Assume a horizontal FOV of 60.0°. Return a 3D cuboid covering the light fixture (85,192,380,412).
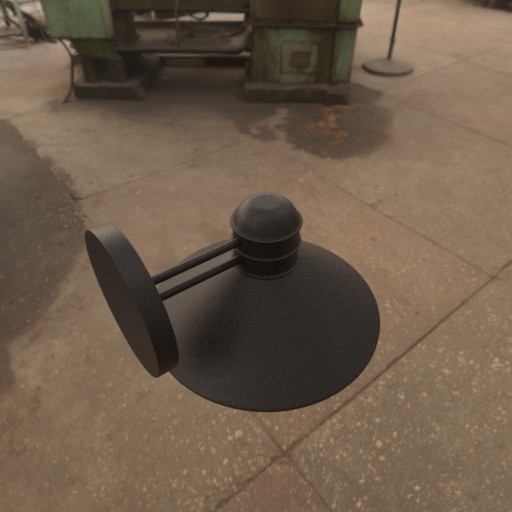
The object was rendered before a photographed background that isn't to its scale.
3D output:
[{"bbox_3d":[0.000,0.000,0.684,0.434,0.265,0.396,-26,48,-26],"label":"light fixture"}]
